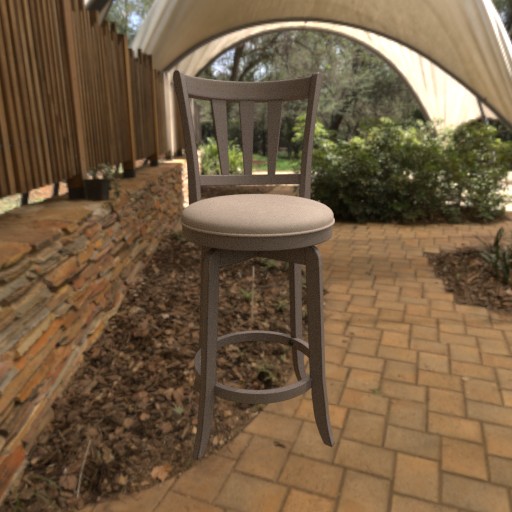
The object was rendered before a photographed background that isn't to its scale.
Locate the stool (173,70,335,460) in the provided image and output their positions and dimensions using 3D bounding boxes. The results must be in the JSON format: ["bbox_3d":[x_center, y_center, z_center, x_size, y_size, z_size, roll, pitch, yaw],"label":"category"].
[{"bbox_3d":[0.000,0.000,1.280,0.436,1.023,0.475,-2,16,-7],"label":"stool"}]
